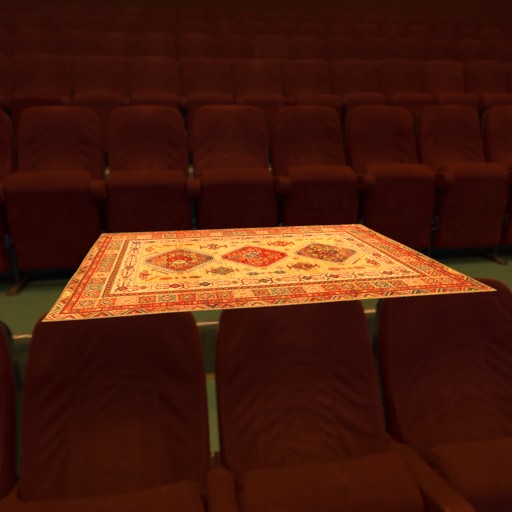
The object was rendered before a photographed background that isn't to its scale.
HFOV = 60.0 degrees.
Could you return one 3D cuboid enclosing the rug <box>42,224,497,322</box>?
[{"bbox_3d":[0.000,0.000,4.067,3.067,0.005,2.460,-3,16,-10],"label":"rug"}]
